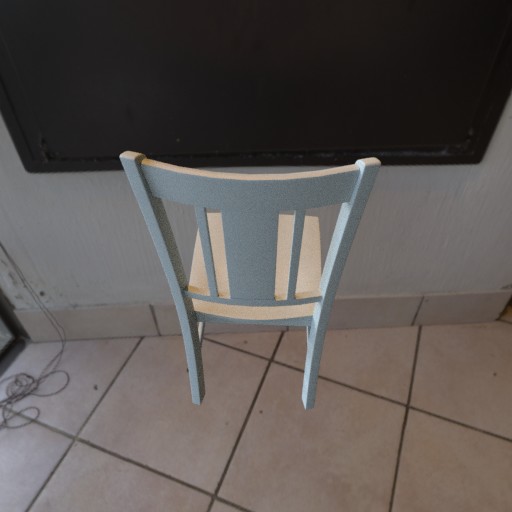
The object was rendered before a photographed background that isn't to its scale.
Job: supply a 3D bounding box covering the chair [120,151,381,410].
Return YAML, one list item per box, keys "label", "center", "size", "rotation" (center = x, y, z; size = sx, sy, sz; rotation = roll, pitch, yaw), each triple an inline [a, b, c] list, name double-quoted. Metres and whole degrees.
- label: "chair"
  center: [0.000, 0.000, 1.293]
  size: [0.450, 0.998, 0.555]
  rotation: [2, 46, 2]
